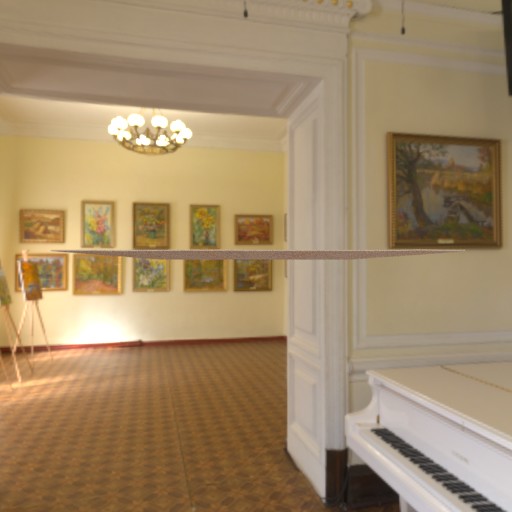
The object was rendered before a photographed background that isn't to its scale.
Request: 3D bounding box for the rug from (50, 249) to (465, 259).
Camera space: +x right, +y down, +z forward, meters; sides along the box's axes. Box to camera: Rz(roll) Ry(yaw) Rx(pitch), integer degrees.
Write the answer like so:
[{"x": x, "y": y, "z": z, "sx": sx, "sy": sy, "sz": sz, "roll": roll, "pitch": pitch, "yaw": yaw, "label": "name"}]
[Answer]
[{"x": 0.000, "y": 0.000, "z": 4.125, "sx": 2.448, "sy": 0.021, "sz": 3.051, "roll": 0, "pitch": -1, "yaw": -1, "label": "rug"}]
